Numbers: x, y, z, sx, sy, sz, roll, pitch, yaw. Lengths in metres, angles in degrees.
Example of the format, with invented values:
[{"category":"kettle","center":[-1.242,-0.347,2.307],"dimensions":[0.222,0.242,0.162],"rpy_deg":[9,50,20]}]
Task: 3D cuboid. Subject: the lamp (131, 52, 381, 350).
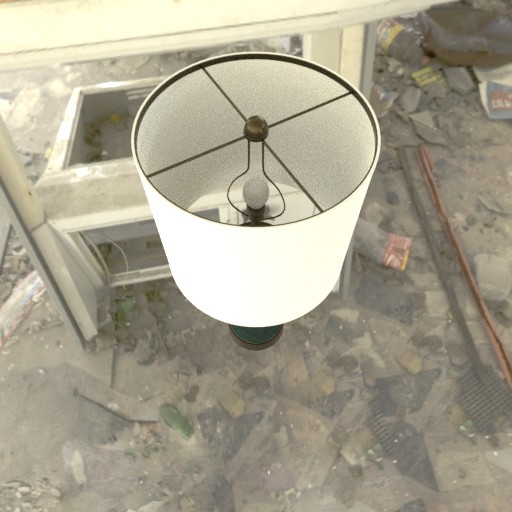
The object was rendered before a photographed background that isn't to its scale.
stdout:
[{"category":"lamp","center":[0.000,0.000,0.797],"dimensions":[0.301,0.630,0.301],"rpy_deg":[13,60,8]}]
